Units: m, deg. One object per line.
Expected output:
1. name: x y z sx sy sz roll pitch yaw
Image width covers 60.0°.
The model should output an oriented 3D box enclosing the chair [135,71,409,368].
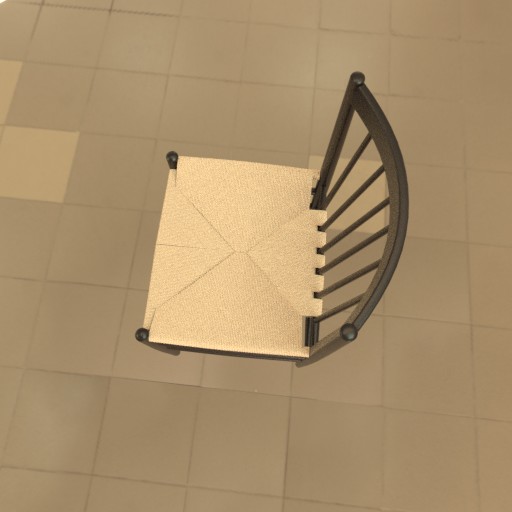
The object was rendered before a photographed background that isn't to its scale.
1. chair: 0.000 0.000 1.125 0.516 0.818 0.495 5 73 2
